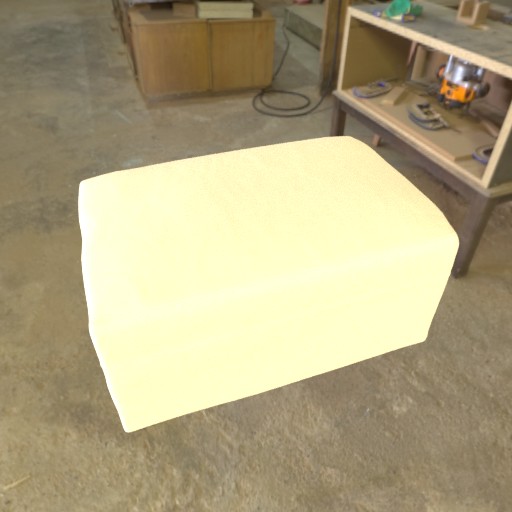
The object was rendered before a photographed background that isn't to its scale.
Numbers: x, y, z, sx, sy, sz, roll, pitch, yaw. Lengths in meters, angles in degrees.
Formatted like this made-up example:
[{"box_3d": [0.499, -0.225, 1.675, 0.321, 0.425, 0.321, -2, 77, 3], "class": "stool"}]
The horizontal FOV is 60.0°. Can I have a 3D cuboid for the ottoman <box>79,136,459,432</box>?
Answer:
[{"box_3d": [0.000, 0.000, 1.233, 0.872, 0.444, 0.590, -13, 43, -14], "class": "ottoman"}]
